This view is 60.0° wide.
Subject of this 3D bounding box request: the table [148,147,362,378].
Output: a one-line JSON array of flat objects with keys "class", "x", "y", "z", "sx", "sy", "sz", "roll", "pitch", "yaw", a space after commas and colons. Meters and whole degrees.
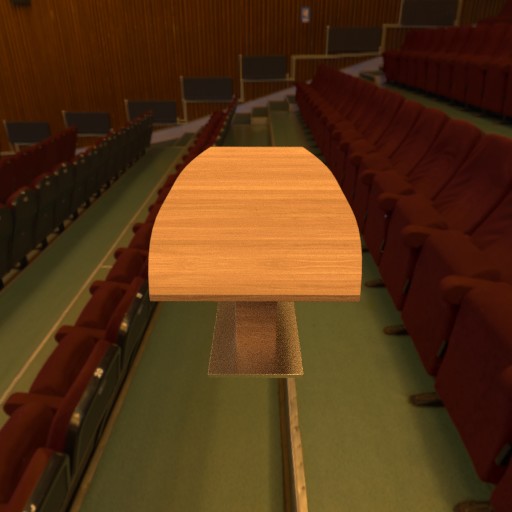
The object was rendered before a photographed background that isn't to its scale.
[{"class": "table", "x": 0.000, "y": 0.000, "z": 2.476, "sx": 0.900, "sy": 0.750, "sz": 2.032, "roll": 0, "pitch": 27, "yaw": 0}]
